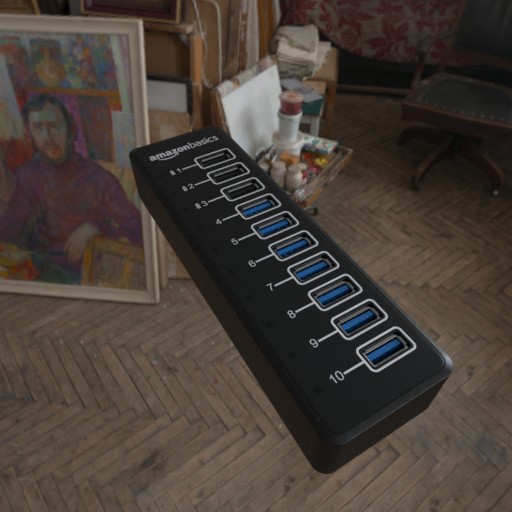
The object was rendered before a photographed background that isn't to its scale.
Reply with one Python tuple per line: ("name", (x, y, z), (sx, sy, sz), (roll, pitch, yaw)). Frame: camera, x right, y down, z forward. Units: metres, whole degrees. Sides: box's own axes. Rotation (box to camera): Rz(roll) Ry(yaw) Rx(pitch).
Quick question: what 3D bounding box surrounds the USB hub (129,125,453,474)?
("USB hub", (0.000, 0.000, 0.163), (0.044, 0.023, 0.145), (-24, 52, -20))
